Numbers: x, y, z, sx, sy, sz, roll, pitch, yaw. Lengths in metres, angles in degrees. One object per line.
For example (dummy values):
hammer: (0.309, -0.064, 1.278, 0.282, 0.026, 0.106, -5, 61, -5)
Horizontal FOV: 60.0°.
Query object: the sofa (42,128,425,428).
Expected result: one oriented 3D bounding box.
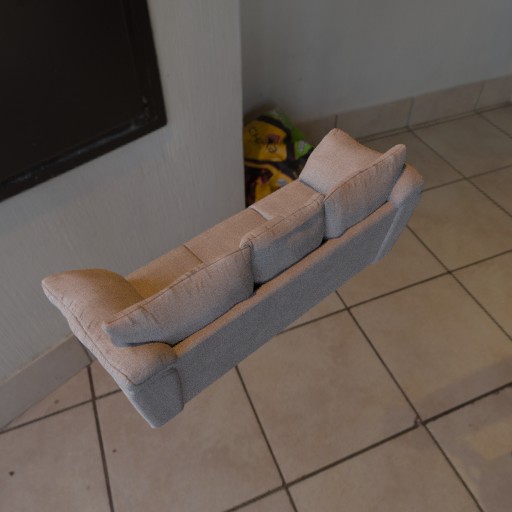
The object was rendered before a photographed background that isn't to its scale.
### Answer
sofa: (0.000, 0.000, 2.852, 2.334, 0.996, 0.878, -32, 55, -26)
